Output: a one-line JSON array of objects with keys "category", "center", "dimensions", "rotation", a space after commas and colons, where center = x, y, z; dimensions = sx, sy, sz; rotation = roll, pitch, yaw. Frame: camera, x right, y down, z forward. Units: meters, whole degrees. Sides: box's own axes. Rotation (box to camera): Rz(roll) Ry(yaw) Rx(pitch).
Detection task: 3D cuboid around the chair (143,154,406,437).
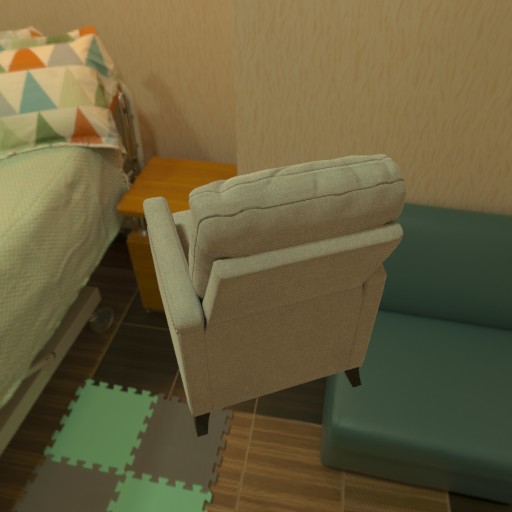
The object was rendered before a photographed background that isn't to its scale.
[{"category": "chair", "center": [0.000, 0.000, 1.635], "dimensions": [0.710, 1.049, 0.922], "rotation": [-13, 42, -14]}]
